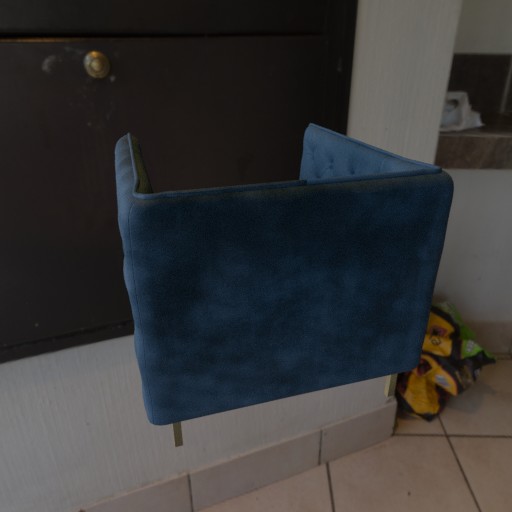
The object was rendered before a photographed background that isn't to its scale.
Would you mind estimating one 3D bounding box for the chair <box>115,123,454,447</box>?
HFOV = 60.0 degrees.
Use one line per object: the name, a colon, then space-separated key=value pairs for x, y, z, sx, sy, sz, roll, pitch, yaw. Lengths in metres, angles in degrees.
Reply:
chair: x=0.000 y=0.000 z=1.543 sx=0.868 sy=0.771 sz=0.877 roll=-7 pitch=27 yaw=-15
